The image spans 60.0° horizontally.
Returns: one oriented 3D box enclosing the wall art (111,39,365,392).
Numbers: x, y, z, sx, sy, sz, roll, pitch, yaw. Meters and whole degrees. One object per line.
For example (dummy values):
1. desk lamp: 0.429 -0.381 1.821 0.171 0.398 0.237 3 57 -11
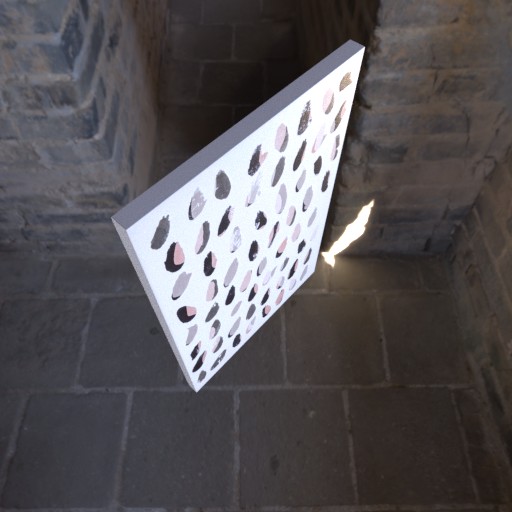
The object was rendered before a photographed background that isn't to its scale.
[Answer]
1. wall art: 0.000 0.000 0.776 0.025 0.608 0.405 38 66 21
